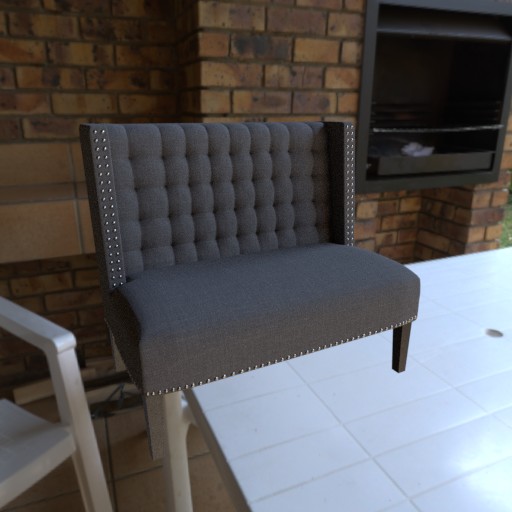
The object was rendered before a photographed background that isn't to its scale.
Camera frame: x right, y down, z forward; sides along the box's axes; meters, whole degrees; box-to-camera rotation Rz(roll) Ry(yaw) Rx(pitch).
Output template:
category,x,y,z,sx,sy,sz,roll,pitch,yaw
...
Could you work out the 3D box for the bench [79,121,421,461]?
category,x,y,z,sx,sy,sz,roll,pitch,yaw
bench,0.000,0.000,1.967,1.276,1.121,0.842,-9,20,-27
